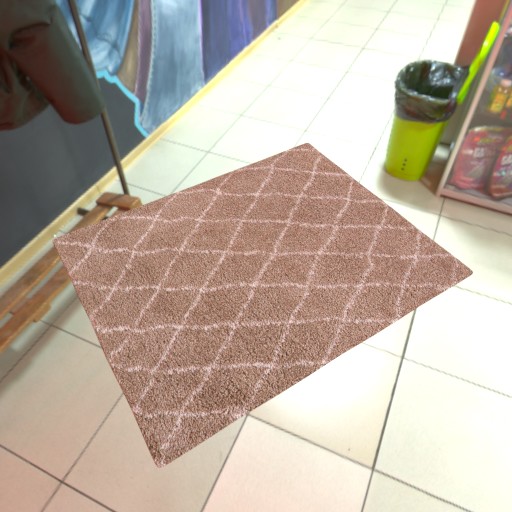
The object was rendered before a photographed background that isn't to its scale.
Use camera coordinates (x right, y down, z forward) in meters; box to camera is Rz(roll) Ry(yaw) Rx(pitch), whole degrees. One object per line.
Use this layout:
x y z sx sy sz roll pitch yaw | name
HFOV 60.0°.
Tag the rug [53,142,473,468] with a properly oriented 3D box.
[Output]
0.000 0.000 4.072 3.047 0.029 2.438 -25 52 -21 | rug
